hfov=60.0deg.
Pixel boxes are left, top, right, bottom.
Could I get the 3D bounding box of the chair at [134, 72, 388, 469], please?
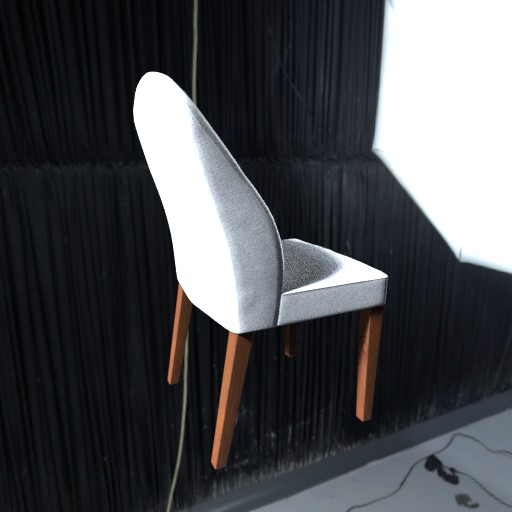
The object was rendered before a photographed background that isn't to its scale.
[{"bbox_3d":[0.000,0.000,1.198,0.540,0.893,0.472,-7,16,-24],"label":"chair"}]
